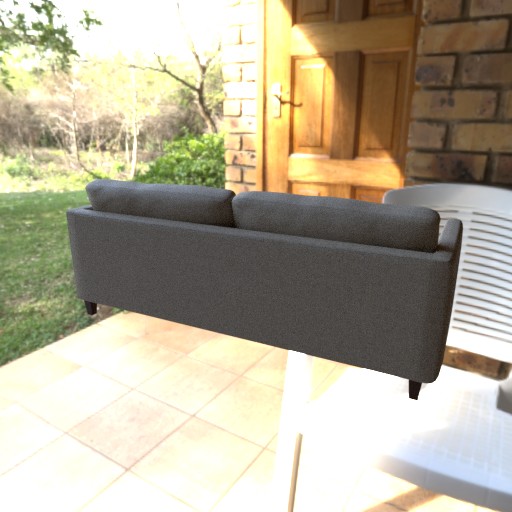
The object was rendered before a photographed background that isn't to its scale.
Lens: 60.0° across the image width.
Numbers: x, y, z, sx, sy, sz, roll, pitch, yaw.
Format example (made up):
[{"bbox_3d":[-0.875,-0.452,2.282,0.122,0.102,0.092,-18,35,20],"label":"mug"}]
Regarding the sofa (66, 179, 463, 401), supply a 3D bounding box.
[{"bbox_3d":[0.000,0.000,2.939,2.434,0.965,0.951,9,20,25],"label":"sofa"}]
